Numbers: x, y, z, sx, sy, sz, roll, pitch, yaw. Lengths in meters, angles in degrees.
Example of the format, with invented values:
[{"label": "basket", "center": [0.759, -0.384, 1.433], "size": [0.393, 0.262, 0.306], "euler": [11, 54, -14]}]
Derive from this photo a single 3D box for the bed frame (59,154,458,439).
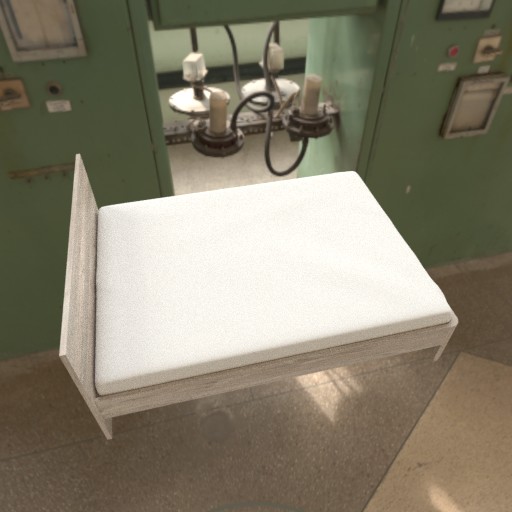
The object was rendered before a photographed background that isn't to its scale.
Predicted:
[{"label": "bed frame", "center": [0.000, 0.000, 2.698], "size": [1.950, 0.800, 1.490], "euler": [-10, 46, -9]}]
